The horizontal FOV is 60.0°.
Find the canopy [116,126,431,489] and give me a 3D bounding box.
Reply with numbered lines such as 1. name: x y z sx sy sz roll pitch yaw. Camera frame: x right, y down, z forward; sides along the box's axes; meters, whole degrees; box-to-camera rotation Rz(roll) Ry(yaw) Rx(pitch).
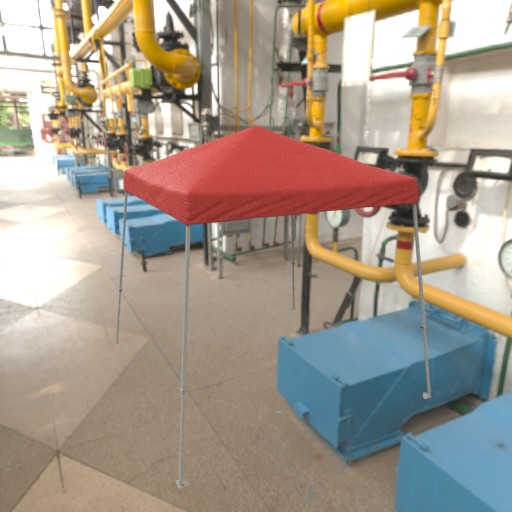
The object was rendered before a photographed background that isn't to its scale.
1. canopy: 0.000 0.000 6.384 3.600 3.600 3.599 -8 18 -26
